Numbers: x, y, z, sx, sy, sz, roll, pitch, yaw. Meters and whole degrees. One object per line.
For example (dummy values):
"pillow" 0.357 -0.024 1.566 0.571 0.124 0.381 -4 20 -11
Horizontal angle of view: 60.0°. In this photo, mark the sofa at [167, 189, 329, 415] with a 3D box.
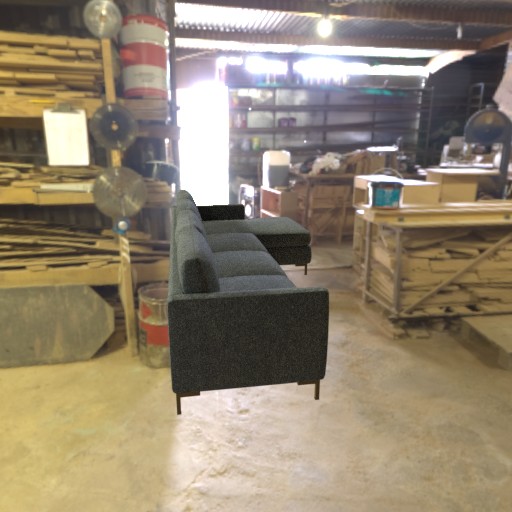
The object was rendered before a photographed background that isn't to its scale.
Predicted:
"sofa" 0.000 0.000 3.566 1.350 0.810 2.932 -3 15 -10
